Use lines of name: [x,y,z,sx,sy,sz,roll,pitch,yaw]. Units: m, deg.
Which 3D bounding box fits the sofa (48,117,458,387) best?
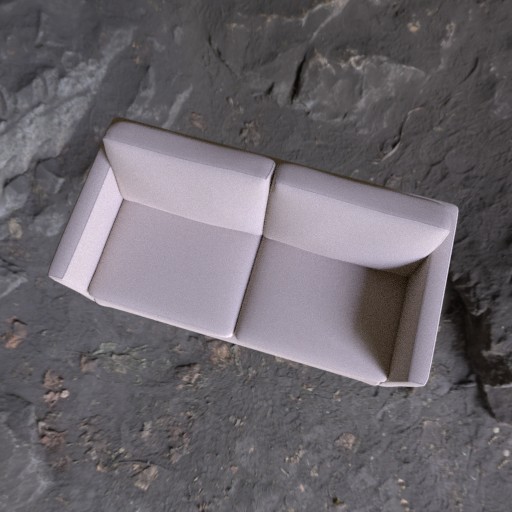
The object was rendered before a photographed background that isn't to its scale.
sofa: [0.000,0.000,2.231,1.722,0.888,0.873,16,75,4]
